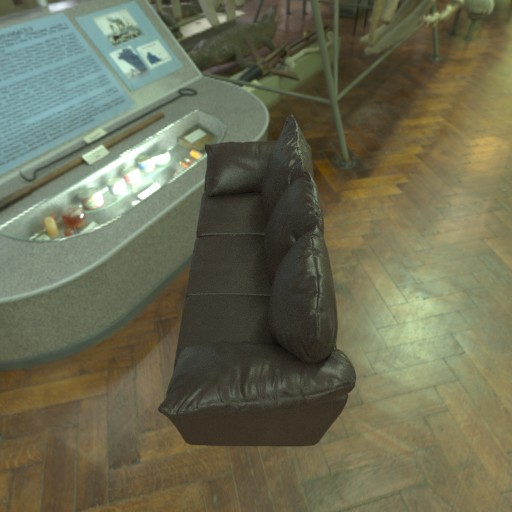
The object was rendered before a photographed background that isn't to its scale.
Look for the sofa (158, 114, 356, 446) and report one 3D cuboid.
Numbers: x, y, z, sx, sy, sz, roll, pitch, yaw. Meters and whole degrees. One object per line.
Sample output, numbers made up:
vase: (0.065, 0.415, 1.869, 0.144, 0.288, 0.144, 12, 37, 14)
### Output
sofa: (0.000, 0.000, 2.905, 0.907, 1.091, 2.390, 0, 42, 0)
